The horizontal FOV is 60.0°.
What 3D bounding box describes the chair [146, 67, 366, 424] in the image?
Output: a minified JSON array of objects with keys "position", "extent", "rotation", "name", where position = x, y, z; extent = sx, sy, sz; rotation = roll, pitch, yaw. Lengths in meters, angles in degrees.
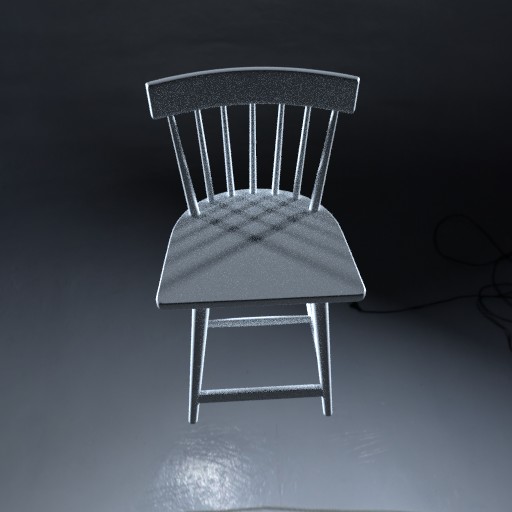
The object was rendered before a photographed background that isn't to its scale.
[{"position":[0.000,0.000,1.266],"extent":[0.483,0.952,0.572],"rotation":[-2,48,-2],"name":"chair"}]
